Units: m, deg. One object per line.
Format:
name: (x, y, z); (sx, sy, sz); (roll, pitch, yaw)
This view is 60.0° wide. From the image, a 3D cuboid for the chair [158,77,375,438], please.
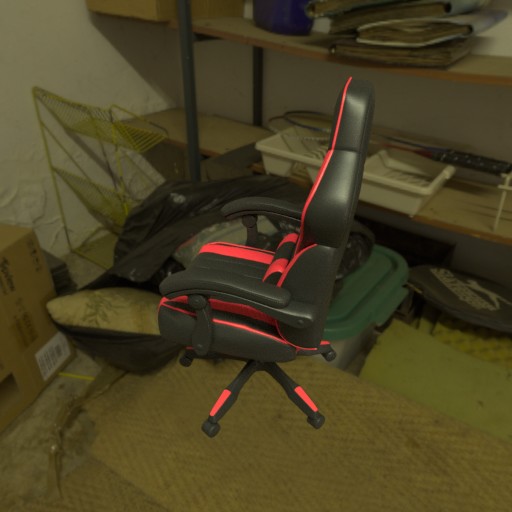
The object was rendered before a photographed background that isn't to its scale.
chair: (0.000, 0.000, 1.615); (0.700, 1.220, 0.700); (8, 31, 13)
